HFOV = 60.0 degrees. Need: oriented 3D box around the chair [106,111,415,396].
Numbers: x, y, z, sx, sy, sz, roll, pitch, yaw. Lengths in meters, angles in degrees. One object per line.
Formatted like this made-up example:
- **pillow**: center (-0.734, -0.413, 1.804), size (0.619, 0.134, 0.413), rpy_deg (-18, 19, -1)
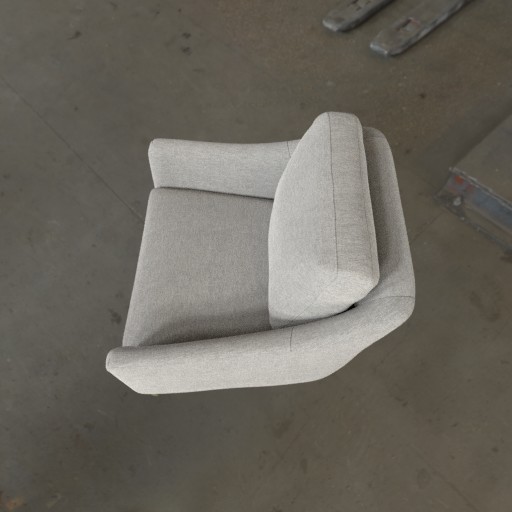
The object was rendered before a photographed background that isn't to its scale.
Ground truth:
- **chair**: center (0.000, 0.000, 1.727), size (0.961, 0.902, 0.986), rpy_deg (1, 60, 1)
